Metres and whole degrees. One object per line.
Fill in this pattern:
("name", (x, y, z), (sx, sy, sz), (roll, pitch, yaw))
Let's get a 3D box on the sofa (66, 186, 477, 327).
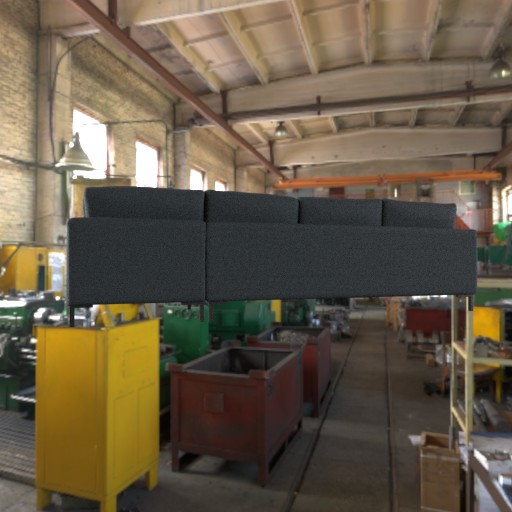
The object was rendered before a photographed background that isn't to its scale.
("sofa", (0.000, 0.000, 3.891), (2.975, 0.858, 1.984), (0, -1, -18))
